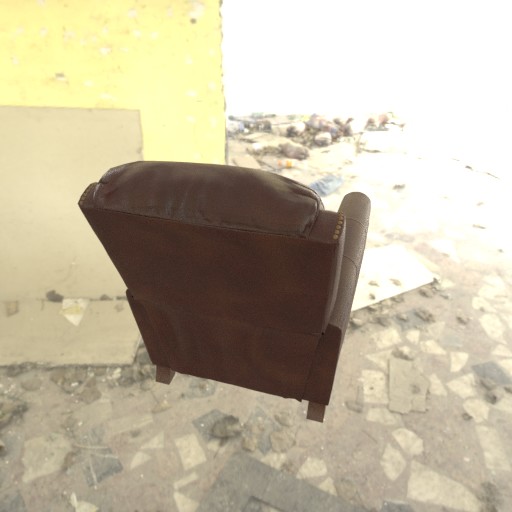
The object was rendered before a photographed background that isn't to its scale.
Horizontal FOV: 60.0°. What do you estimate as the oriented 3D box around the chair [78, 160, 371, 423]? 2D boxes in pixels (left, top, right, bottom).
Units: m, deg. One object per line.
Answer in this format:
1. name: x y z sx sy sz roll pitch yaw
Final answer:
1. chair: 0.000 0.000 1.790 0.826 1.022 1.089 9 32 15
